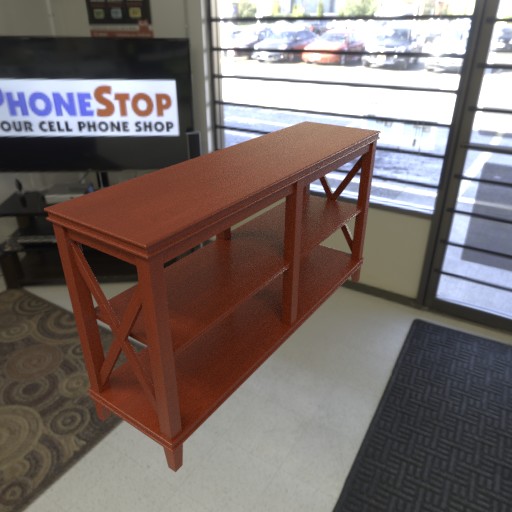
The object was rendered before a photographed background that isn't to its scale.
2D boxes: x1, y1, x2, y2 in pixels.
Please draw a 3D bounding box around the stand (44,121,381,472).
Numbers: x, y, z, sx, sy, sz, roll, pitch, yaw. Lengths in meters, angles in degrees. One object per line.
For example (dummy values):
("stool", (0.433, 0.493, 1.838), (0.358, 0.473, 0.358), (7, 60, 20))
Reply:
("stand", (0.000, 0.000, 1.723), (0.381, 0.762, 1.372), (18, 33, 30))
